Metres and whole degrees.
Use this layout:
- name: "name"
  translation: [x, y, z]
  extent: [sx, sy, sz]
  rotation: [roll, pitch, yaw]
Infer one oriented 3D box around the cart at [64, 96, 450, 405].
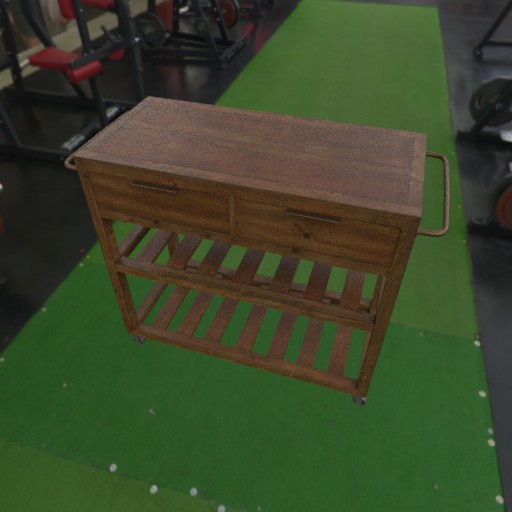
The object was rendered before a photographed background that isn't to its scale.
- name: "cart"
  translation: [0.000, 0.000, 1.522]
  extent: [1.065, 0.830, 0.445]
  rotation: [12, 43, 13]
